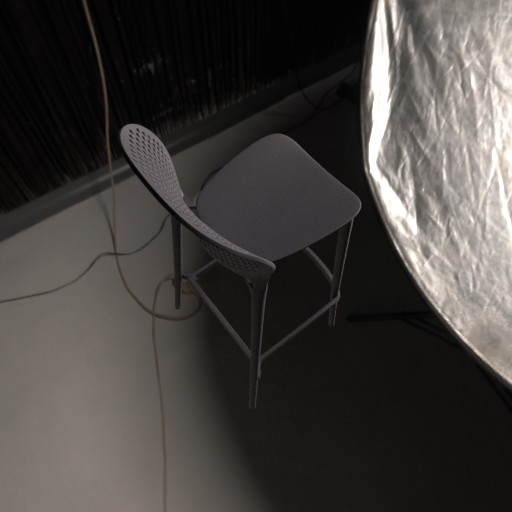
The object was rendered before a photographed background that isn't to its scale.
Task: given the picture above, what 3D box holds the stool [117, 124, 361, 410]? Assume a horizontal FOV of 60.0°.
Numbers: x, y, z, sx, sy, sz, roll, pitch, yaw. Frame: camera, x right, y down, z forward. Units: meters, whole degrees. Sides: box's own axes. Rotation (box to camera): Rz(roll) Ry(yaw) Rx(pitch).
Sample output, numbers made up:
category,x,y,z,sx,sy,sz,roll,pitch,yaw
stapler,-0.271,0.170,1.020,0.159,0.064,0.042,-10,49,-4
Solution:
category,x,y,z,sx,sy,sz,roll,pitch,yaw
stool,0.000,0.000,1.370,0.535,1.045,0.536,-33,64,-19
